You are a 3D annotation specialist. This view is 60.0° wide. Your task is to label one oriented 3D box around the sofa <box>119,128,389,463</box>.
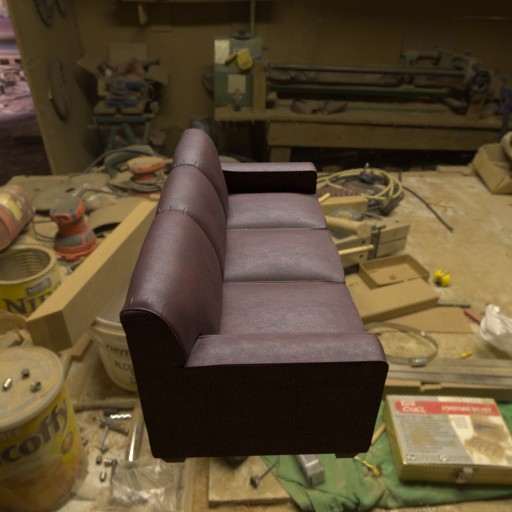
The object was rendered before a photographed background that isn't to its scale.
[{"bbox_3d":[0.000,0.000,2.549,1.008,0.953,2.039,-1,33,-1],"label":"sofa"}]
